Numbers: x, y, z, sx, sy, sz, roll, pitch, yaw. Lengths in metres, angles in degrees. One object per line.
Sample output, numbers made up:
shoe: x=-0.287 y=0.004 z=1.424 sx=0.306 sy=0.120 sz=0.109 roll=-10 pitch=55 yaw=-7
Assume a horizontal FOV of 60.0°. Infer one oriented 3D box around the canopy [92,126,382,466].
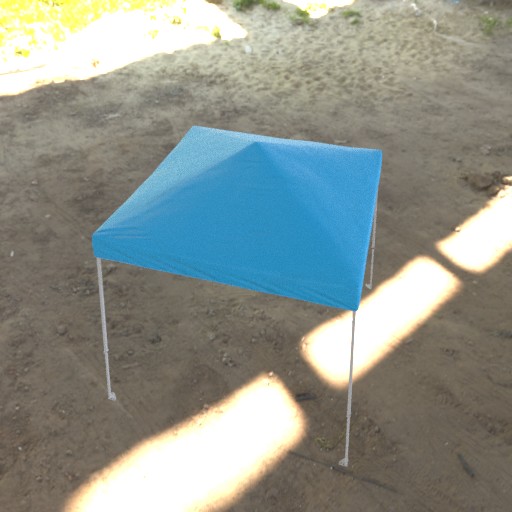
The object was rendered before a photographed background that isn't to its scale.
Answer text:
canopy: x=0.000 y=0.000 z=6.446 sx=3.600 sy=3.600 sz=3.599 roll=11 pitch=42 yaw=12
